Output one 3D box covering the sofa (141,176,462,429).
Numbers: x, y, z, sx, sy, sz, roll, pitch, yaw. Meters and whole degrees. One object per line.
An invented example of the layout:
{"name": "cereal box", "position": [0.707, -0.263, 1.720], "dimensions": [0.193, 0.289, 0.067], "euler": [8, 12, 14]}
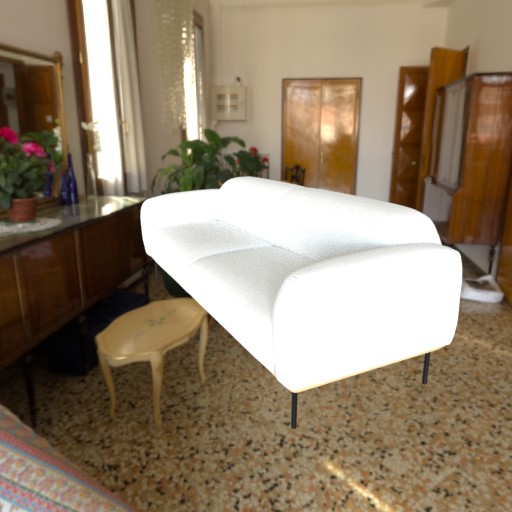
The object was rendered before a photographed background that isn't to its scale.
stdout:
{"name": "sofa", "position": [0.000, 0.000, 2.609], "dimensions": [0.880, 0.780, 2.257], "euler": [-8, 17, -26]}
